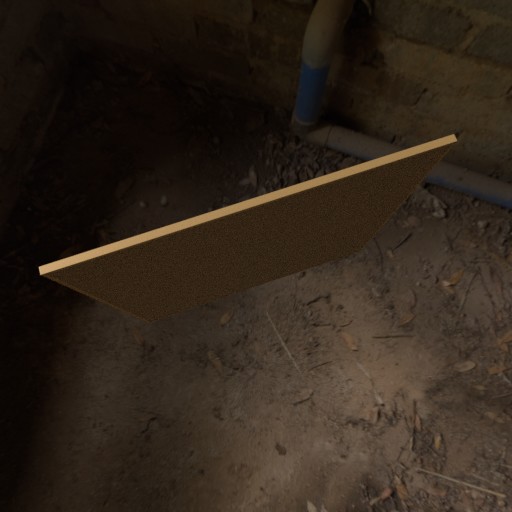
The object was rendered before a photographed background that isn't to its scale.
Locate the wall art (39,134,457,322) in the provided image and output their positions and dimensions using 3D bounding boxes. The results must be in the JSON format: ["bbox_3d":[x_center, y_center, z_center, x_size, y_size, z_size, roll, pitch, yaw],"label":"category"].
[{"bbox_3d":[0.000,0.000,0.981,0.657,0.655,0.014,-18,76,-5],"label":"wall art"}]
